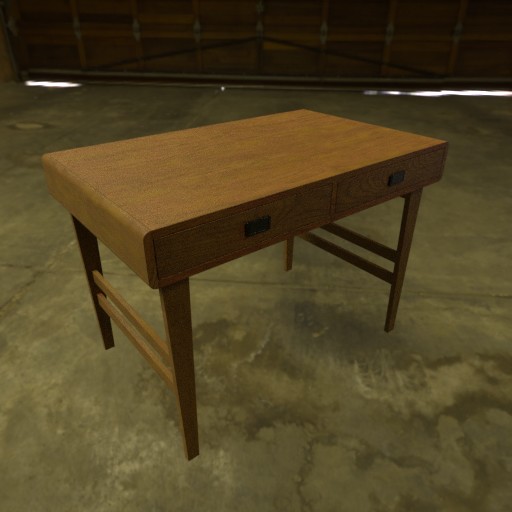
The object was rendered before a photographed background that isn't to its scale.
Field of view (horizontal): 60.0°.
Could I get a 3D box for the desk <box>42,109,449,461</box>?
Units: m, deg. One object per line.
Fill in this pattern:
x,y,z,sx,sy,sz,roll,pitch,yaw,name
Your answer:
0.000,0.000,1.529,1.066,0.754,0.660,-21,36,-33,desk
